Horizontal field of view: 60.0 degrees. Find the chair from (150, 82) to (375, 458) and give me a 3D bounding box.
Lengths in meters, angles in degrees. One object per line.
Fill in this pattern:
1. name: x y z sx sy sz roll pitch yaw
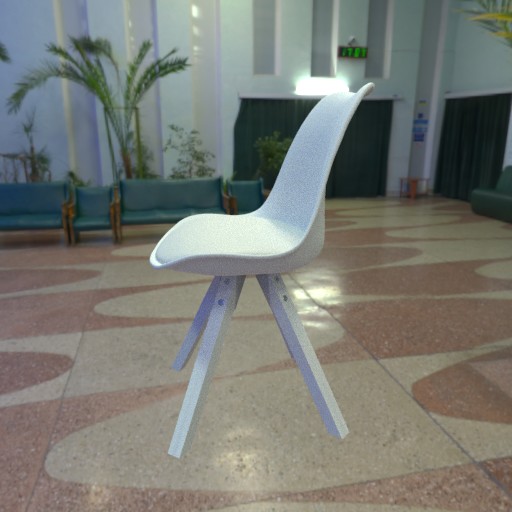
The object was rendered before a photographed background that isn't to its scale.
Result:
1. chair: 0.000 0.000 1.179 0.550 0.850 0.485 -3 16 -9
